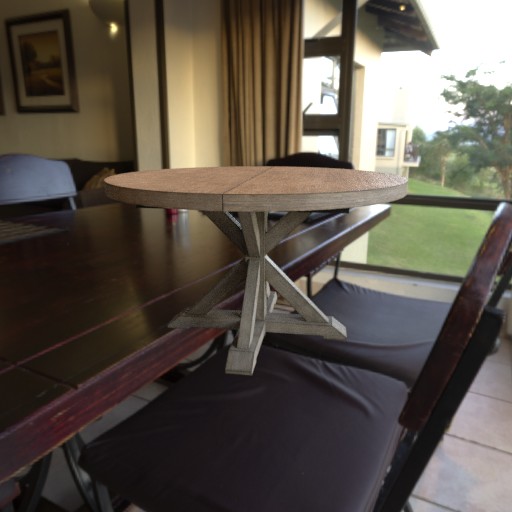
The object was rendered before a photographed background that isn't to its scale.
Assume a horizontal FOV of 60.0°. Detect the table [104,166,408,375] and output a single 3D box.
[{"bbox_3d":[0.000,0.000,2.189,1.363,0.781,1.363,0,15,0],"label":"table"}]
